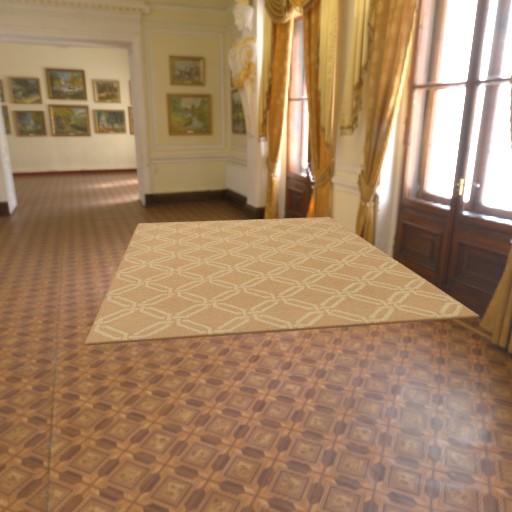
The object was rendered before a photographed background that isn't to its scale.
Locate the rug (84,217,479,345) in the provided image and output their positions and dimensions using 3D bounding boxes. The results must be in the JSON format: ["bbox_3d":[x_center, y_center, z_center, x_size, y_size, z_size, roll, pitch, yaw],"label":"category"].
[{"bbox_3d":[0.000,0.000,3.873,2.288,0.018,2.895,-3,17,-8],"label":"rug"}]
